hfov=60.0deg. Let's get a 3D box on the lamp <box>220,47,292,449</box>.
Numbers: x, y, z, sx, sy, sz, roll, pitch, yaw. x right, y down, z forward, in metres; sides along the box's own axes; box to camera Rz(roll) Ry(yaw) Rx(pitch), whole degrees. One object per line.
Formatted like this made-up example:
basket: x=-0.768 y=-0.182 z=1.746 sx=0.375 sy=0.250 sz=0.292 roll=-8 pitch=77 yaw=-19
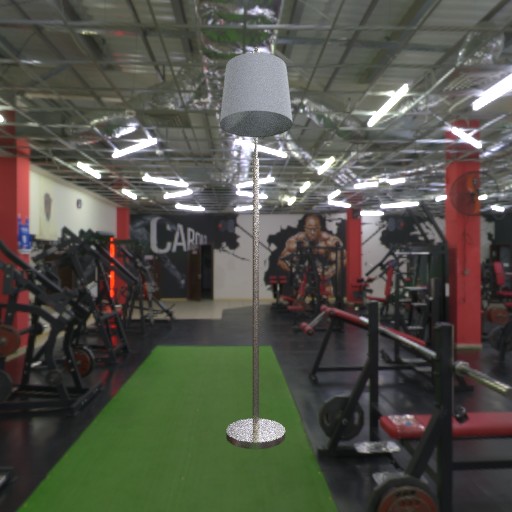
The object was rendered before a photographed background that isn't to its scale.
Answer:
lamp: x=0.000 y=0.000 z=1.682 sx=0.254 sy=1.478 sz=0.508 roll=0 pitch=0 yaw=0
